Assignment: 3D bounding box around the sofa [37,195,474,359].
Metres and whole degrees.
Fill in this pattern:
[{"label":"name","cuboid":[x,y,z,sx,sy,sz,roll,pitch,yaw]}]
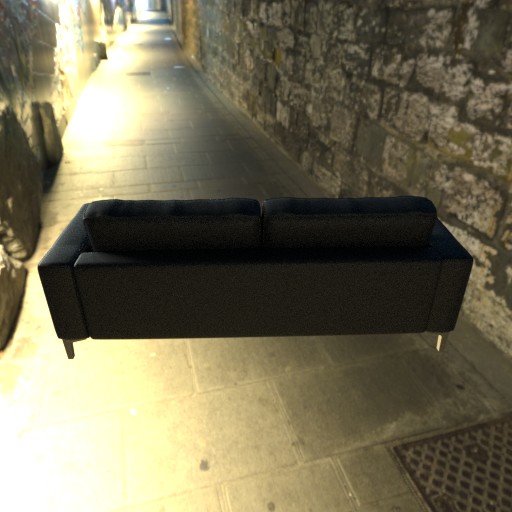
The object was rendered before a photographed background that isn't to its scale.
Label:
[{"label":"sofa","cuboid":[0.000,0.000,2.694,2.275,0.893,0.833,-1,30,-2]}]
